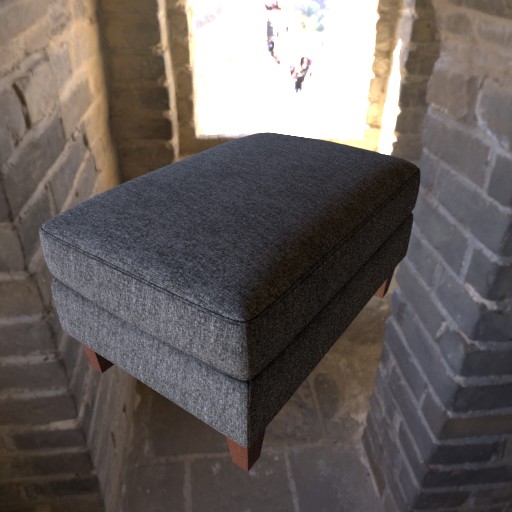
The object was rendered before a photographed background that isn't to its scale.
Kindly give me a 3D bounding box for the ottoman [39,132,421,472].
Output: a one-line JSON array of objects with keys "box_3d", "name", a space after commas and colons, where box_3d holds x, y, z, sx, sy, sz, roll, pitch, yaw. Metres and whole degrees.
[{"box_3d": [0.000, 0.000, 1.182, 0.584, 0.483, 0.864, 20, 37, 30], "name": "ottoman"}]
